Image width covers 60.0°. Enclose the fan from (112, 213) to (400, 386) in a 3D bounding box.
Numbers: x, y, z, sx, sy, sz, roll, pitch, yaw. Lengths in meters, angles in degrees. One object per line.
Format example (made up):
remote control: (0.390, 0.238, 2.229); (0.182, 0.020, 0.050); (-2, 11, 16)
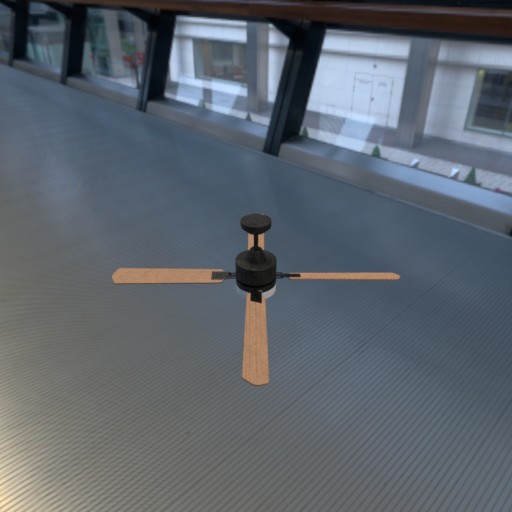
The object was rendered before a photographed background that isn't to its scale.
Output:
fan: (0.000, 0.000, 1.983); (1.320, 0.355, 1.320); (0, 31, 0)
